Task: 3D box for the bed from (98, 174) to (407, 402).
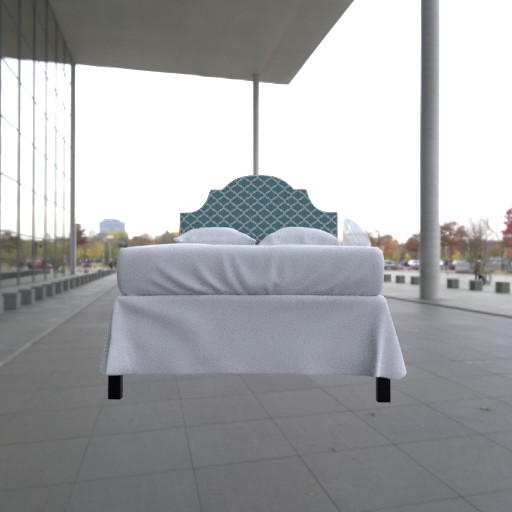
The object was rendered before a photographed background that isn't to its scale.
[{"bbox_3d":[0.000,0.000,3.465,1.780,1.633,2.222,0,-1,2],"label":"bed"}]
